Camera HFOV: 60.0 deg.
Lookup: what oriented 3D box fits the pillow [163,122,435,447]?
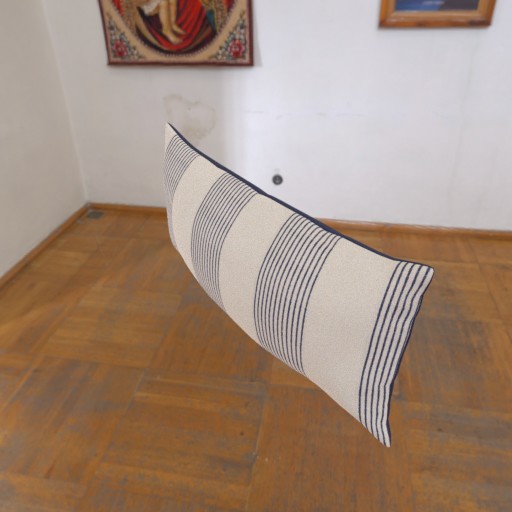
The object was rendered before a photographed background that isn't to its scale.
[{"bbox_3d":[0.000,0.000,0.717,0.151,0.287,0.610,-21,38,-29],"label":"pillow"}]
